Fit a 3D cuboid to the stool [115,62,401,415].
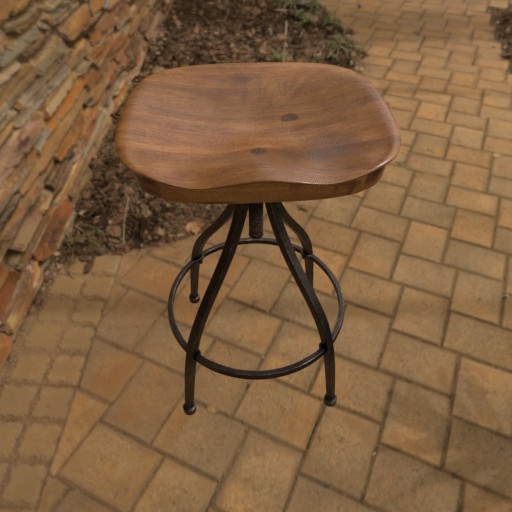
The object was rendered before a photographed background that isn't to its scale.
[{"bbox_3d":[0.000,0.000,0.963,0.432,0.694,0.424,-3,45,-3],"label":"stool"}]
